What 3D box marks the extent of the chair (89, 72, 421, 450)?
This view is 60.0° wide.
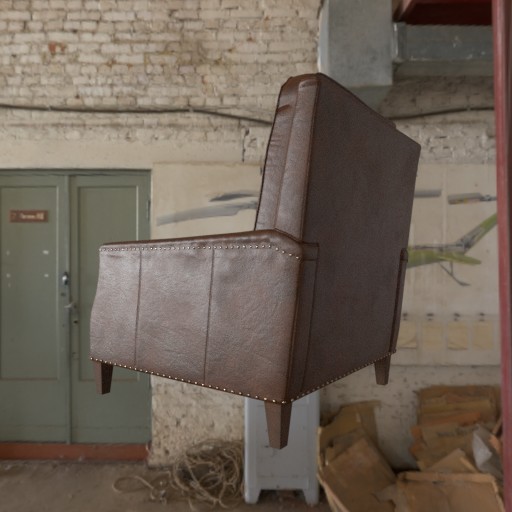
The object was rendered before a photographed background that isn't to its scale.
[{"bbox_3d":[0.000,0.000,1.745,1.035,1.054,0.854,0,-1,37],"label":"chair"}]
